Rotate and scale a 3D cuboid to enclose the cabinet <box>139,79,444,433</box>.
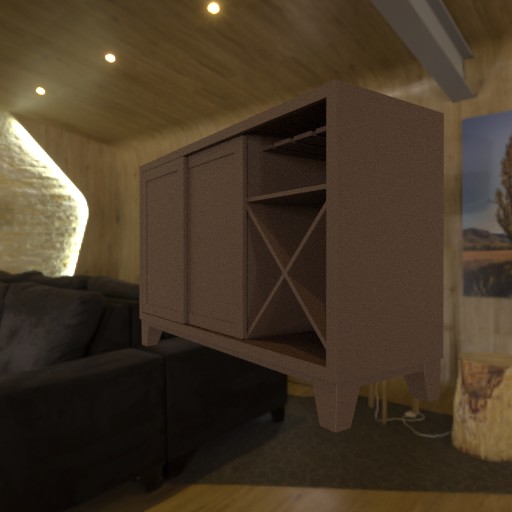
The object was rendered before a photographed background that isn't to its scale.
[{"bbox_3d":[0.000,0.000,1.847,0.482,0.914,1.396,0,0,-35],"label":"cabinet"}]
